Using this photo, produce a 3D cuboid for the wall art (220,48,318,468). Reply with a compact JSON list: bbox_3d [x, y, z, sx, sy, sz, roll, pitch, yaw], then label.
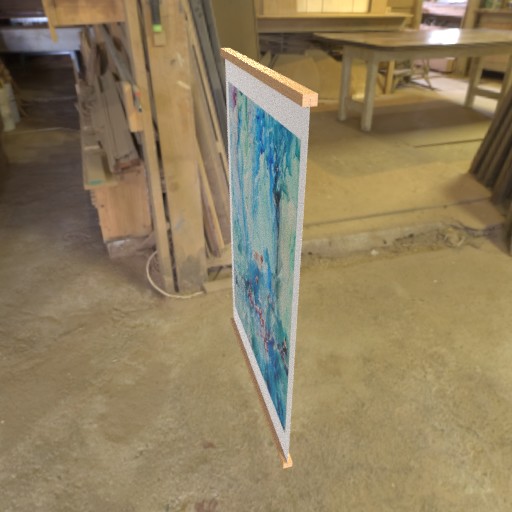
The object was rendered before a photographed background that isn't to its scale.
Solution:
[{"bbox_3d":[0.000,0.000,1.888,0.040,1.510,0.991,-8,32,-13],"label":"wall art"}]
